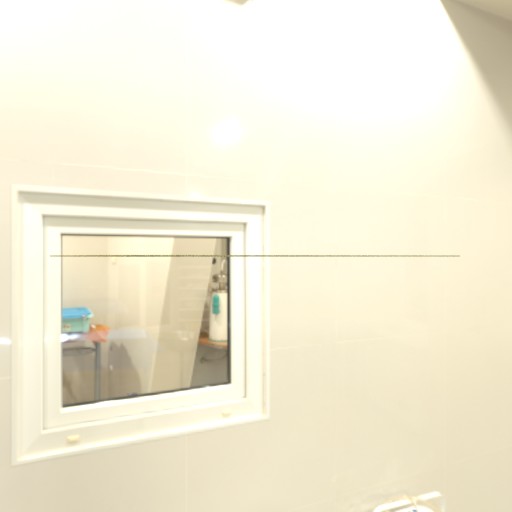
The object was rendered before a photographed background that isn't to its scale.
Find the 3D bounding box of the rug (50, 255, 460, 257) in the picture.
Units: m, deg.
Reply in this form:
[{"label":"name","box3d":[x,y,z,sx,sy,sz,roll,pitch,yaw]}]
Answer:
[{"label":"rug","box3d":[0.000,0.000,2.968,2.297,0.007,1.529,0,0,-35]}]
